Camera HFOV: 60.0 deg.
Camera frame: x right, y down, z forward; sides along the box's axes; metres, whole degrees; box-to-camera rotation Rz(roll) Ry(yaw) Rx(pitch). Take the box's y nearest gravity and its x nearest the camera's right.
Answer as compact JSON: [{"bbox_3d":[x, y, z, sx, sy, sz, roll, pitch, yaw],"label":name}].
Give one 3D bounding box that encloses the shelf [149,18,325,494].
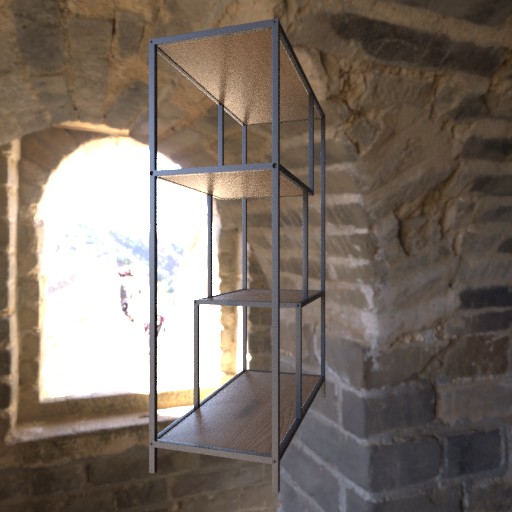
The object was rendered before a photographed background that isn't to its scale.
[{"bbox_3d":[0.000,0.000,1.479,0.350,1.138,0.770,0,0,17],"label":"shelf"}]
